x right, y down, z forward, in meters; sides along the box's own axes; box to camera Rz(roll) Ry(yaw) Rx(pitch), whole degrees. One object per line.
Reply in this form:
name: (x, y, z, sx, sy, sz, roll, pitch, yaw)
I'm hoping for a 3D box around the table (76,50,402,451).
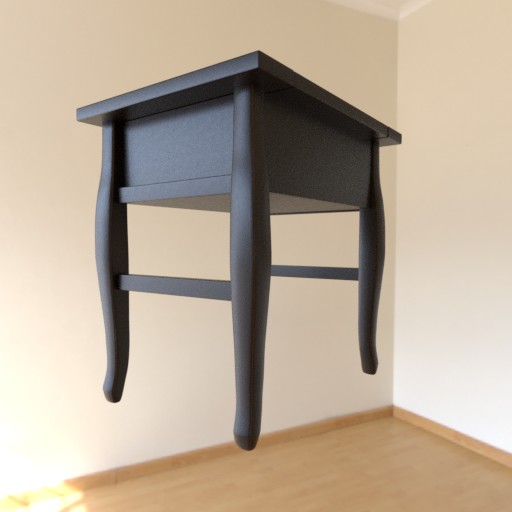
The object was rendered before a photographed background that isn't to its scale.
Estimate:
table: (0.000, 0.000, 1.009, 0.460, 0.604, 0.602, 1, 2, 37)
